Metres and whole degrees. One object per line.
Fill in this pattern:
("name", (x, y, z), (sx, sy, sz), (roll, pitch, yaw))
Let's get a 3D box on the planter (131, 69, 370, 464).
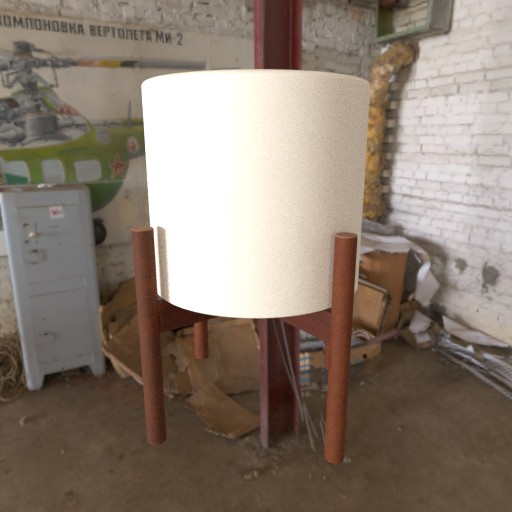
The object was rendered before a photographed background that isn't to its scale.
("planter", (0.000, 0.000, 0.493), (0.224, 0.358, 0.224), (2, 15, 8))
